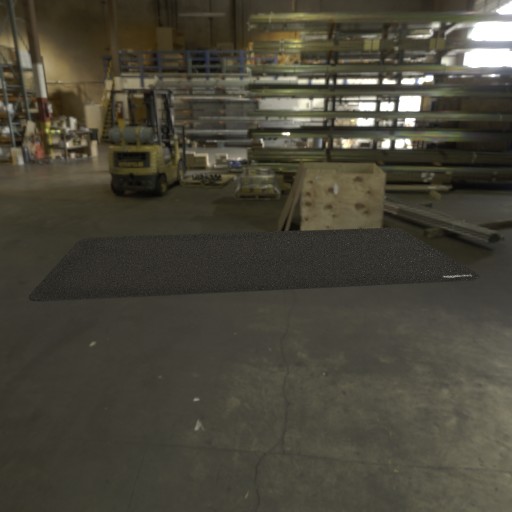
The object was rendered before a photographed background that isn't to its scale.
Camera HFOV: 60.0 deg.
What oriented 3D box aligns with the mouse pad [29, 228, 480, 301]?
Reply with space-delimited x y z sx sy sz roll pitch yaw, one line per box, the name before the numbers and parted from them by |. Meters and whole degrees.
mouse pad | 0.000 0.000 1.061 0.907 0.003 0.424 -2 18 -7
